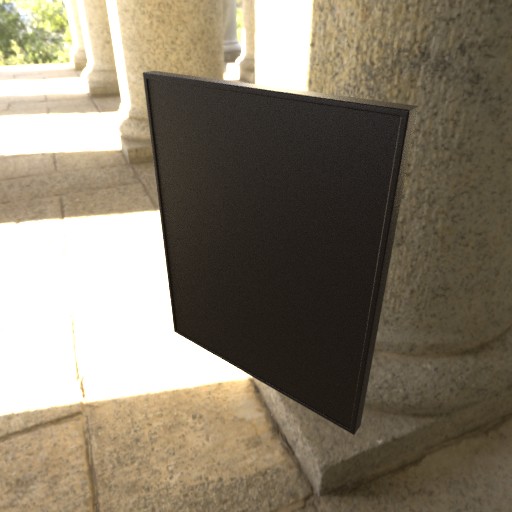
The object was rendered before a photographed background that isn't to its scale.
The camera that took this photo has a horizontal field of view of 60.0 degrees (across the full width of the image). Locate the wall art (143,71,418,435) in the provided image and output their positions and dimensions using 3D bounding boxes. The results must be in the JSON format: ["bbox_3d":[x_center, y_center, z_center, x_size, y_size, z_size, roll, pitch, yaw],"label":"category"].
[{"bbox_3d":[0.000,0.000,0.760,0.451,0.551,0.028,21,37,32],"label":"wall art"}]
